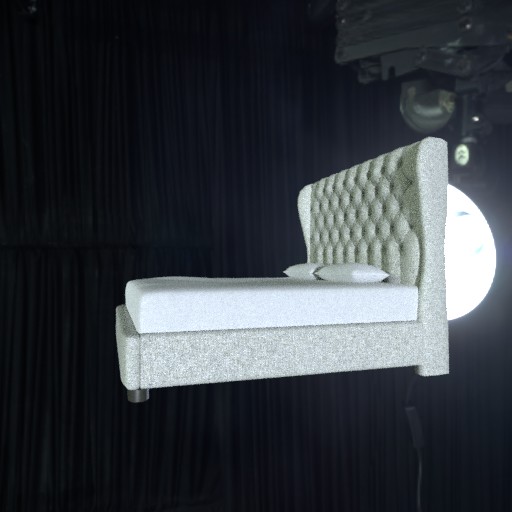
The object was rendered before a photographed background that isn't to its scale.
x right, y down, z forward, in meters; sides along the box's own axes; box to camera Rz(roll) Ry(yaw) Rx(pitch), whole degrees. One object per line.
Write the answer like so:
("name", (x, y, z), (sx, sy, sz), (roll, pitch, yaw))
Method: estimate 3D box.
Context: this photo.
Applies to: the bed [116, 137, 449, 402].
("bed", (0.000, 0.000, 3.960), (2.347, 1.771, 2.219), (0, -1, -18))
